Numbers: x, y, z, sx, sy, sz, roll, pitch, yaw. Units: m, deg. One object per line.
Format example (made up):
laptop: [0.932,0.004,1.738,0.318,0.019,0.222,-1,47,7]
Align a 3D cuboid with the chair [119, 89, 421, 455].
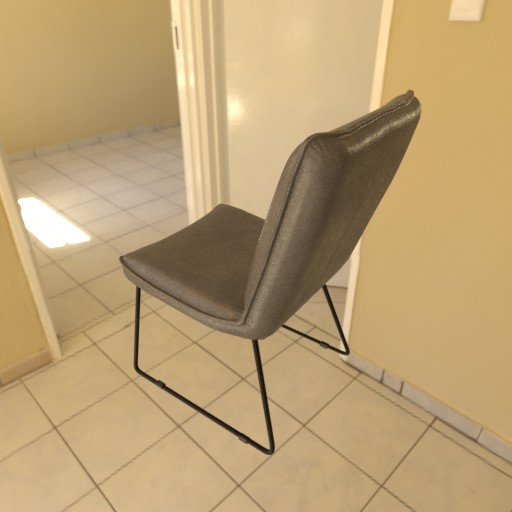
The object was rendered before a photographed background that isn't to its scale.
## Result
chair: [0.000,0.000,1.309,0.688,0.932,0.515,20,37,30]
